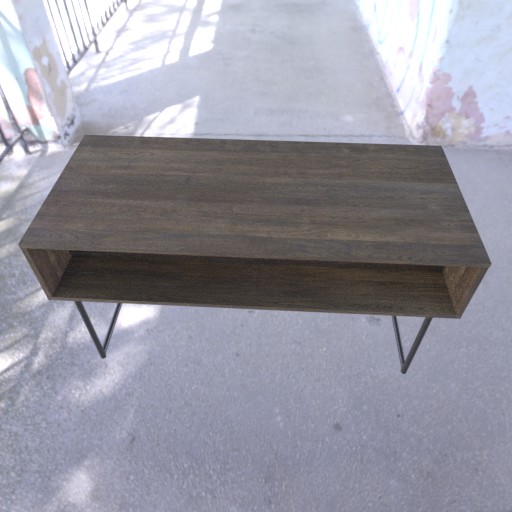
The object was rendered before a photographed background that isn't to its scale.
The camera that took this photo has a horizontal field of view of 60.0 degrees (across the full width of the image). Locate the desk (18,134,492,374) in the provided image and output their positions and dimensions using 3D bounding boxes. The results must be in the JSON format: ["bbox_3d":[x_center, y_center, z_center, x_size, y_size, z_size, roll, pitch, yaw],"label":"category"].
[{"bbox_3d":[0.000,0.000,2.027,1.600,0.780,0.730,2,46,2],"label":"desk"}]
